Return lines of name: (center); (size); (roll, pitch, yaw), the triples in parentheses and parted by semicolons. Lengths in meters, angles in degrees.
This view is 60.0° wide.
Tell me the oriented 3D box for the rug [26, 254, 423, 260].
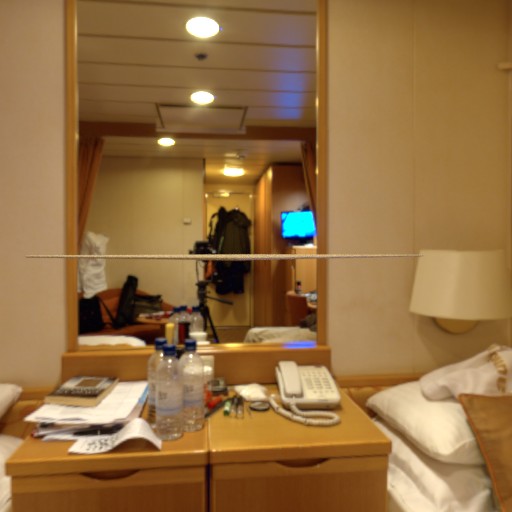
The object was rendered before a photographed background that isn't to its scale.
rug: (0.000, 0.000, 2.353); (1.219, 0.010, 1.829); (0, 0, 36)
